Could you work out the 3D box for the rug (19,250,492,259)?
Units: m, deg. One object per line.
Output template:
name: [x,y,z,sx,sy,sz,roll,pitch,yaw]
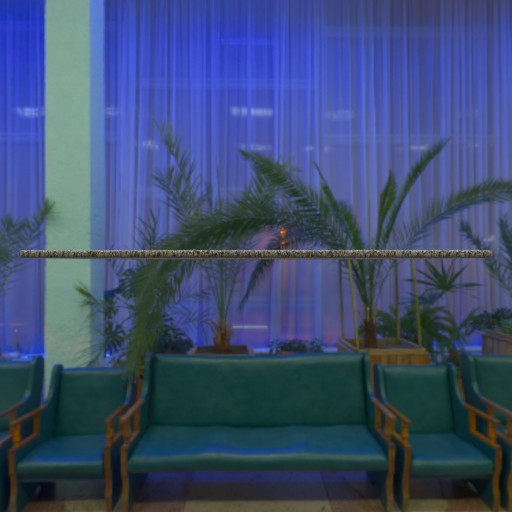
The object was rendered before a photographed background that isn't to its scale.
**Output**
rug: [0.000,0.000,2.260,1.778,0.030,1.219,0,-1,1]
